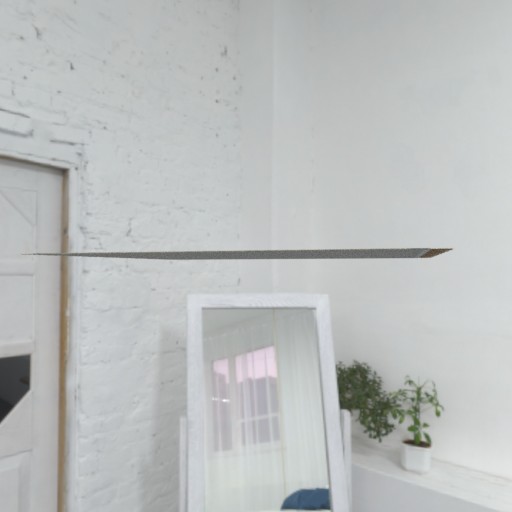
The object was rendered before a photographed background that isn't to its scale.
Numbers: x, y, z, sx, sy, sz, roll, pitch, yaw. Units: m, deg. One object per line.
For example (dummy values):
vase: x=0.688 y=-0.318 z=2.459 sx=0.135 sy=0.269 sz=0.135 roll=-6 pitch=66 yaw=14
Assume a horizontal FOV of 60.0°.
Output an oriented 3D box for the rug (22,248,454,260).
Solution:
rug: x=0.000 y=0.000 z=4.183 sx=3.221 sy=0.011 sz=2.379 roll=-1 pitch=-2 yaw=18
